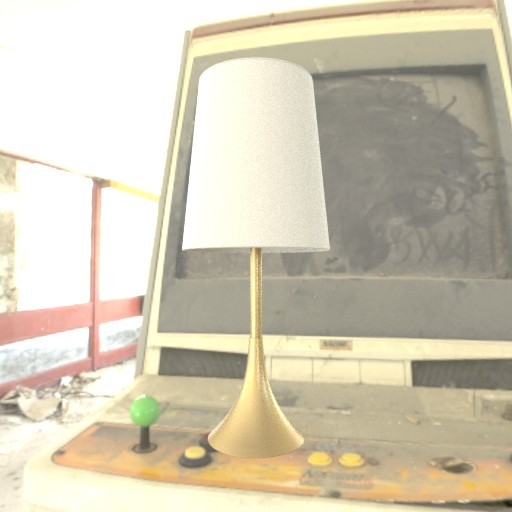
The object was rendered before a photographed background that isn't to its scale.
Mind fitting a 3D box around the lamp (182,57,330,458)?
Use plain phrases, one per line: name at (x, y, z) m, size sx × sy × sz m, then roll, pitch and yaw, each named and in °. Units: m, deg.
lamp at (0.000, 0.000, 0.702) m, size 0.231 × 0.569 × 0.231 m, roll 0°, pitch -1°, yaw 0°
